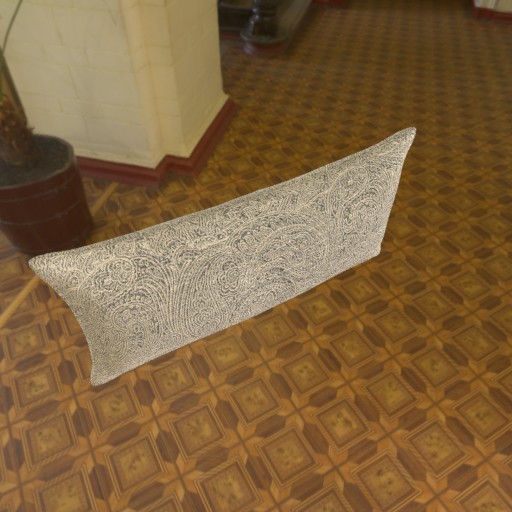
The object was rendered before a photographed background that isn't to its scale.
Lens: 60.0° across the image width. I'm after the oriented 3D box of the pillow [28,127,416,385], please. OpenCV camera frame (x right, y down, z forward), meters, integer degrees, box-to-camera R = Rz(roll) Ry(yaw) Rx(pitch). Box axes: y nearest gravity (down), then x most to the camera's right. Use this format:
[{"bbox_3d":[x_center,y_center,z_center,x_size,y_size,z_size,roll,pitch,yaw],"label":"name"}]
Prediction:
[{"bbox_3d":[0.000,0.000,0.728,0.615,0.295,0.151,-22,49,-21],"label":"pillow"}]
